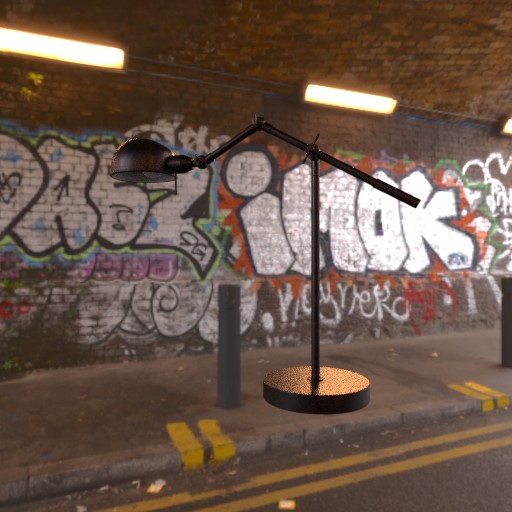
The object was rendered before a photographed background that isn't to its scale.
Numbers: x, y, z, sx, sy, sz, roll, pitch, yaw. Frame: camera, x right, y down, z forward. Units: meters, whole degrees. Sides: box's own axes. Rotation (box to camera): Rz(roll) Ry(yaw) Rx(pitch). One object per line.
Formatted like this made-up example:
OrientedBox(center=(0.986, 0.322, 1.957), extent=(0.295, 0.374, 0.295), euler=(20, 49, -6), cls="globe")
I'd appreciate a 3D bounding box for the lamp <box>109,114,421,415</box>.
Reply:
OrientedBox(center=(0.000, 0.000, 0.814), extent=(0.567, 0.495, 0.185), euler=(0, 0, 17), cls="lamp")
